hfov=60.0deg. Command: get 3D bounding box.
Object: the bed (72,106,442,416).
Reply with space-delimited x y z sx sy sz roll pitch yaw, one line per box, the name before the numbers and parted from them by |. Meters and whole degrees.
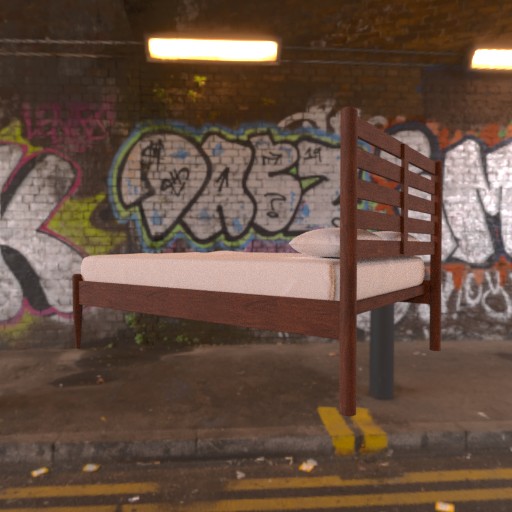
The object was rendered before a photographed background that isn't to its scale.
bed | 0.000 0.000 3.069 2.093 1.304 1.509 1 2 36
